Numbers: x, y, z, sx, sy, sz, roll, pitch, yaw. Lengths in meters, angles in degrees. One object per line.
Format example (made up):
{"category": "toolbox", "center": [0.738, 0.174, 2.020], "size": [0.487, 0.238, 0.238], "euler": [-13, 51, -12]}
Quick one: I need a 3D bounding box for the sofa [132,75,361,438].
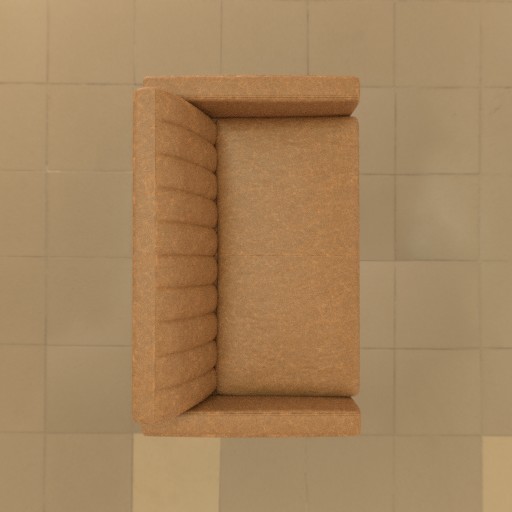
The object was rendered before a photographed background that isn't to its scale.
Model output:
{"category": "sofa", "center": [0.000, 0.000, 2.104], "size": [0.960, 0.820, 1.549], "euler": [0, 89, 0]}
